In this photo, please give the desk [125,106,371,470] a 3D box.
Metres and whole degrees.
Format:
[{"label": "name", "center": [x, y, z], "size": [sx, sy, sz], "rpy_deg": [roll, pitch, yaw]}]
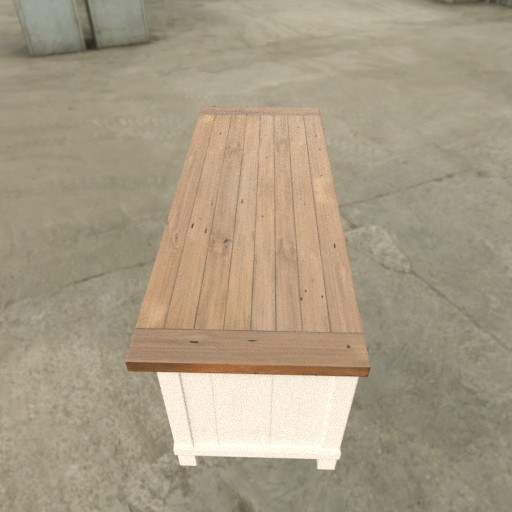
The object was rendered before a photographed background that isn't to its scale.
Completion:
[{"label": "desk", "center": [0.000, 0.000, 2.171], "size": [0.688, 0.760, 1.803], "rpy_deg": [1, 41, 1]}]
